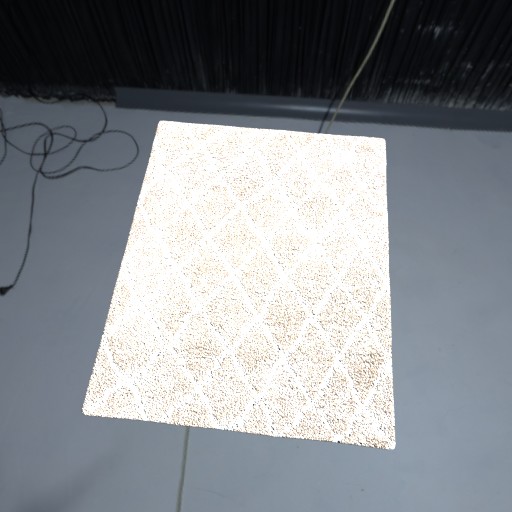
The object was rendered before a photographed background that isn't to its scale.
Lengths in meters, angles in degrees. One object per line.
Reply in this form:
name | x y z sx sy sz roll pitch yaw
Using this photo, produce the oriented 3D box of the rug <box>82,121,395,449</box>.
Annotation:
rug | 0.000 0.000 4.087 2.438 0.029 3.047 5 64 3
